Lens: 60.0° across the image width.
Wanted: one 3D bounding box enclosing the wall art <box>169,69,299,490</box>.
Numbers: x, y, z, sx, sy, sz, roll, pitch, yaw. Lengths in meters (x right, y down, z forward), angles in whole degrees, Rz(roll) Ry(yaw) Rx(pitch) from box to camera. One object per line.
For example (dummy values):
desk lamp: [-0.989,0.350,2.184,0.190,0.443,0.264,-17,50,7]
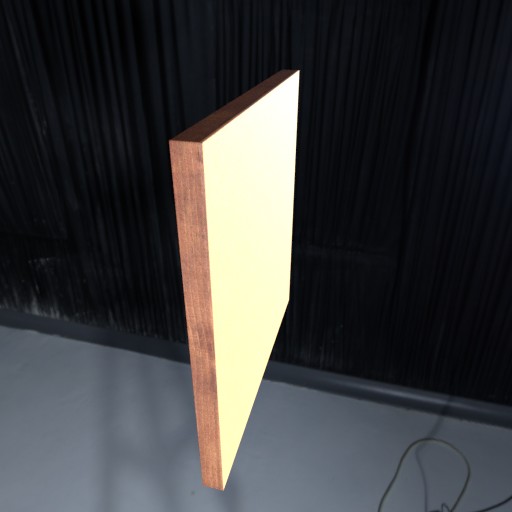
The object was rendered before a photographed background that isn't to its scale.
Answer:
wall art: [0.000,0.000,0.818,0.037,0.572,0.554,8,31,13]
